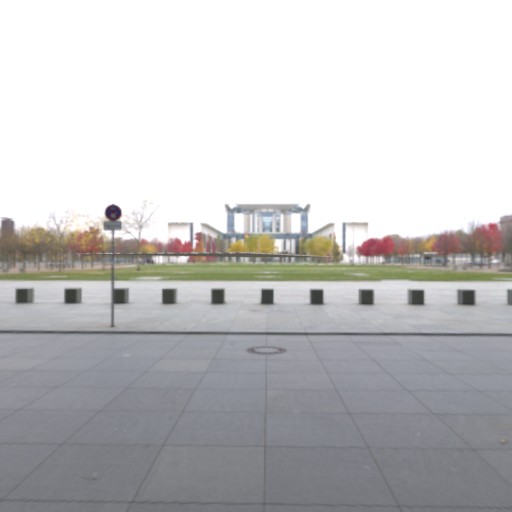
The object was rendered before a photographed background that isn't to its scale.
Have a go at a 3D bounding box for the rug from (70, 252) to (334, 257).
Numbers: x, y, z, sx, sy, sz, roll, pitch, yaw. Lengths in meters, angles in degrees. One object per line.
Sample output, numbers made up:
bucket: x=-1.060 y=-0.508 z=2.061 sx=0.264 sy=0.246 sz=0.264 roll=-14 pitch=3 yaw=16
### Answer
rug: x=0.000 y=0.000 z=2.657 sx=0.660 sy=0.005 sz=2.464 roll=0 pitch=0 yaw=17
